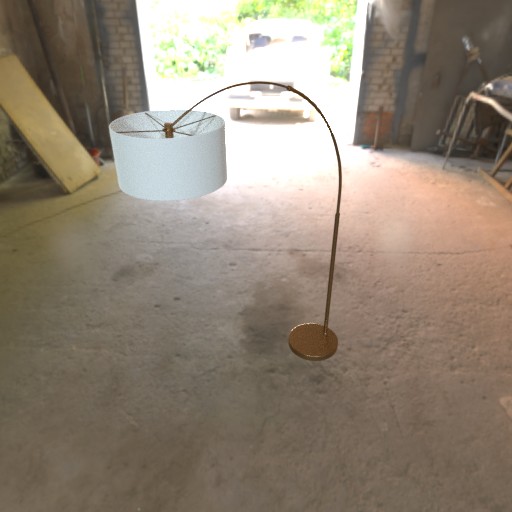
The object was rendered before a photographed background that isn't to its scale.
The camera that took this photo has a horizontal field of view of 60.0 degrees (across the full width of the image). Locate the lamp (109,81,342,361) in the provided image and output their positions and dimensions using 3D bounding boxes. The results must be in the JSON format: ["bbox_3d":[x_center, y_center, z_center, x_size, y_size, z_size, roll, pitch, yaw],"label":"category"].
[{"bbox_3d":[0.000,0.000,2.589,1.434,1.927,0.493,-21,37,-30],"label":"lamp"}]
